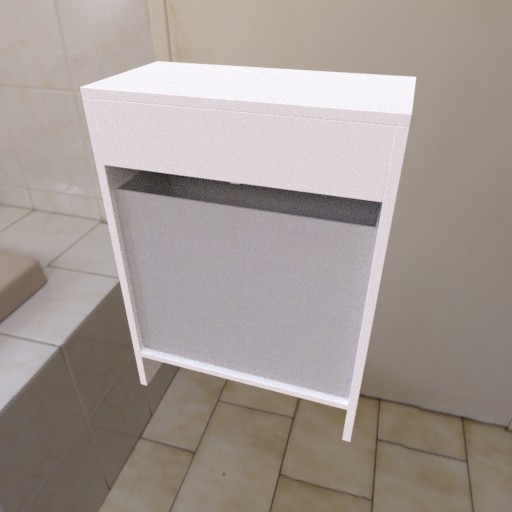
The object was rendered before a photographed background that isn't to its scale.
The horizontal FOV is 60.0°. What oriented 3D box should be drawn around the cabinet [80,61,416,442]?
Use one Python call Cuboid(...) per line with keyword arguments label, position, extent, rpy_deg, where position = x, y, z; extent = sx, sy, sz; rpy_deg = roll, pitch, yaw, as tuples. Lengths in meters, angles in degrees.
Cuboid(label="cabinet", position=(0.000, 0.000, 1.091), extent=(0.600, 0.815, 0.296), rpy_deg=(10, 34, 15))
